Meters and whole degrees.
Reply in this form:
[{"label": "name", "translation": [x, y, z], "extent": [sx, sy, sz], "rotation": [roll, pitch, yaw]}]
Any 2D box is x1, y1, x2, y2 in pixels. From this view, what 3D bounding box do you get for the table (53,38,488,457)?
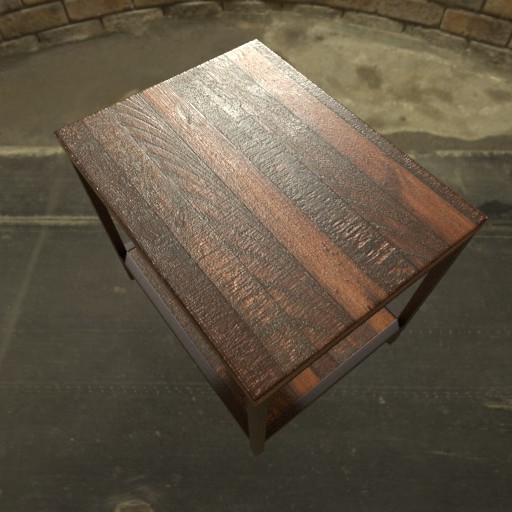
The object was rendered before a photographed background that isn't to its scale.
[{"label": "table", "translation": [0.000, 0.000, 1.106], "extent": [0.524, 0.612, 0.678], "rotation": [-33, 64, -19]}]
